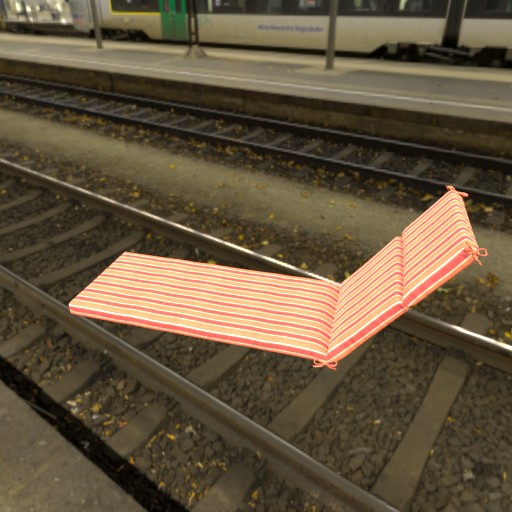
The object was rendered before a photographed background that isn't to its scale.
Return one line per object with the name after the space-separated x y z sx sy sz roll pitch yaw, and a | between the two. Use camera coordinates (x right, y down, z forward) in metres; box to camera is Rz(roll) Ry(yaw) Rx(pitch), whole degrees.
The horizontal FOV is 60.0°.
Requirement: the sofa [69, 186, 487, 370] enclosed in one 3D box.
0.000 0.000 1.934 1.663 0.622 0.582 8 31 13 | sofa
